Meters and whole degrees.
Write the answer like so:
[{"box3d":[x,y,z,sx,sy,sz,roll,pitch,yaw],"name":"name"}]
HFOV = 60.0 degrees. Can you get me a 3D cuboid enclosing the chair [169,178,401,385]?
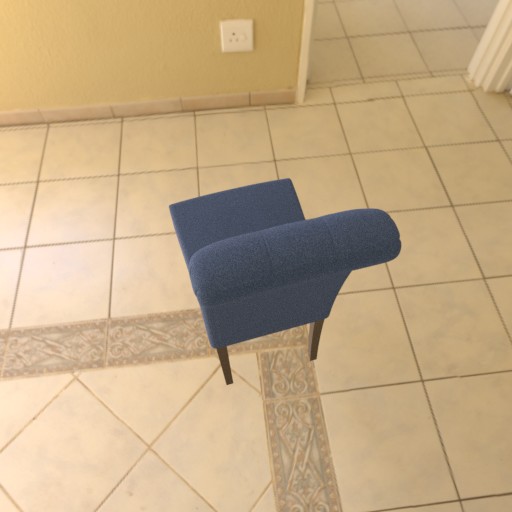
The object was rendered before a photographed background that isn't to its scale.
[{"box3d":[0.000,0.000,1.377,0.456,1.006,0.671,-14,60,-8],"name":"chair"}]
